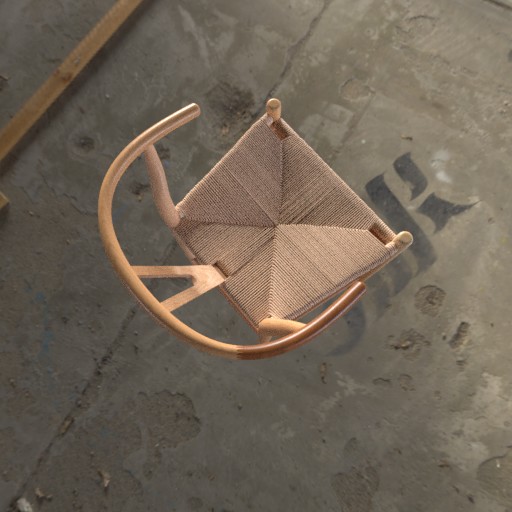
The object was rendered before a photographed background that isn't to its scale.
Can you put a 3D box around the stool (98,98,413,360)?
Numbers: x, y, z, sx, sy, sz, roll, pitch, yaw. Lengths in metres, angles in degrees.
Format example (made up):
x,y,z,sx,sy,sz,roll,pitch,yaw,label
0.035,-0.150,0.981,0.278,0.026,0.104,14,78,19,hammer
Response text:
x,y,z,sx,sy,sz,roll,pitch,yaw,label
0.000,0.000,1.261,0.575,0.923,0.536,-40,79,-9,stool
